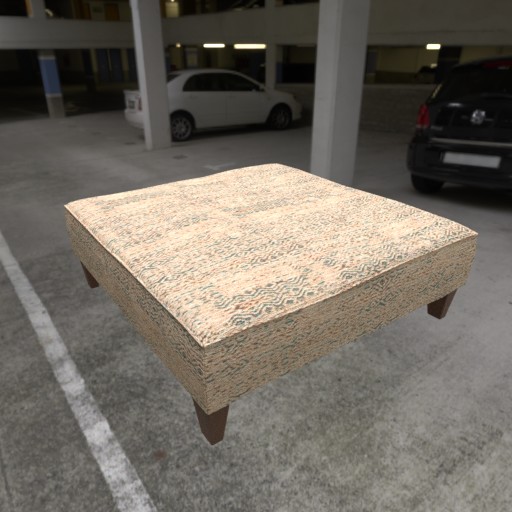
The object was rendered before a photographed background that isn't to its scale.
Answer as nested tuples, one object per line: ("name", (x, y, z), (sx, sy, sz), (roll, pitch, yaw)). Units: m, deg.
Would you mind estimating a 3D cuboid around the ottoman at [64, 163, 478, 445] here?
("ottoman", (0.000, 0.000, 1.511), (0.968, 0.356, 1.004), (-17, 31, -32))
